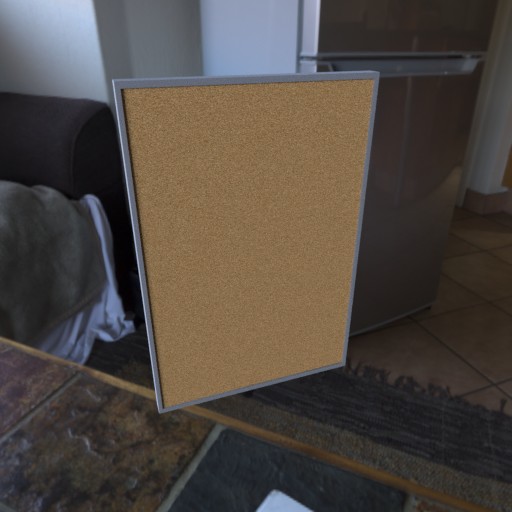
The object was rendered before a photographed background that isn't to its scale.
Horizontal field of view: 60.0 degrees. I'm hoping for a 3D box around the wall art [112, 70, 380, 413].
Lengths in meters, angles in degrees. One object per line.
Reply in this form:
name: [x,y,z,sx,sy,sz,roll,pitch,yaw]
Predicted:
wall art: [0.000,0.000,0.993,0.511,0.753,0.039,-9,29,-17]
